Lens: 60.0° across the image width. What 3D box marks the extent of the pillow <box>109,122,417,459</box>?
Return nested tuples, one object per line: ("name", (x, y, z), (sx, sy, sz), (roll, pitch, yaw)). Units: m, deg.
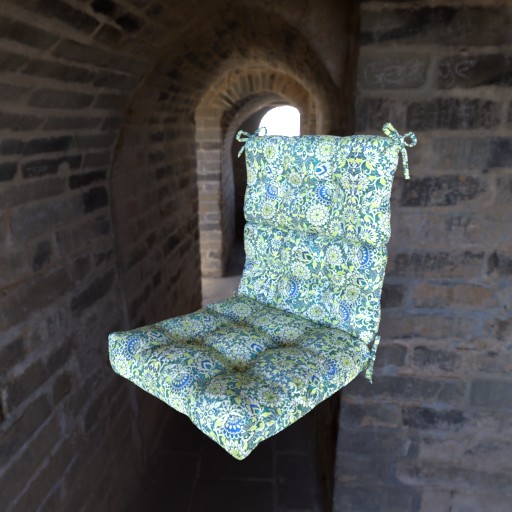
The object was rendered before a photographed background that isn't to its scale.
("pillow", (0.000, 0.000, 1.046), (0.519, 0.605, 0.571), (15, 21, 42))
